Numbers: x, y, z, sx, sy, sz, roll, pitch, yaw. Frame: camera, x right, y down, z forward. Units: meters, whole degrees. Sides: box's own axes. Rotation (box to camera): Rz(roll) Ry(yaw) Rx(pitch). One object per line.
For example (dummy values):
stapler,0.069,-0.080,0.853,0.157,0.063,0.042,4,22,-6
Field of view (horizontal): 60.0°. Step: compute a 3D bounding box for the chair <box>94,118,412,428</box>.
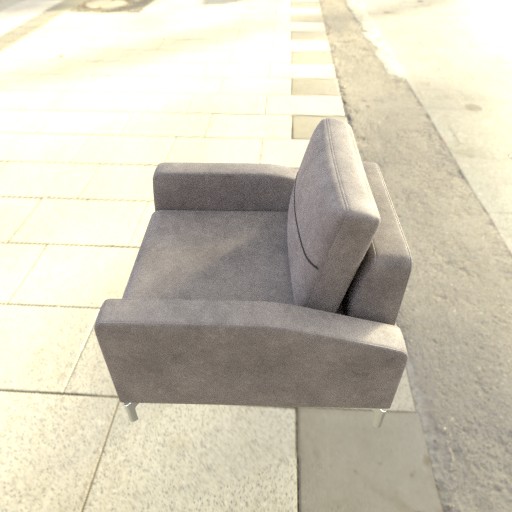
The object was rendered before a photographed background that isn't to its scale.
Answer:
chair,0.000,0.000,1.602,0.900,0.800,0.900,1,41,1
